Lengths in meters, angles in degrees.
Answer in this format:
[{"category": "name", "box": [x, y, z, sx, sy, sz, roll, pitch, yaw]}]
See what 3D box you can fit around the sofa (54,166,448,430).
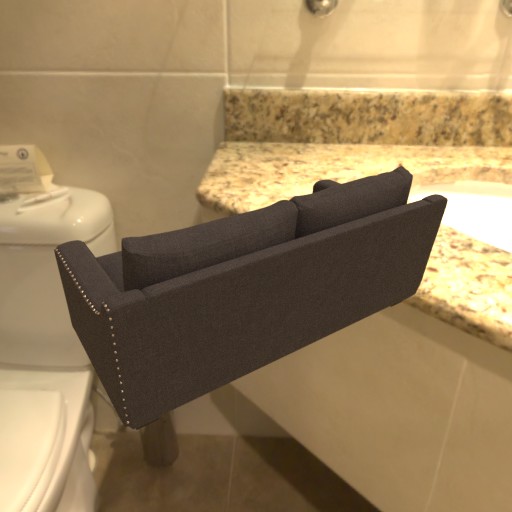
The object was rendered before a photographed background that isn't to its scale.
[{"category": "sofa", "box": [0.000, 0.000, 3.316, 2.550, 1.196, 1.336, -18, 33, -30]}]
